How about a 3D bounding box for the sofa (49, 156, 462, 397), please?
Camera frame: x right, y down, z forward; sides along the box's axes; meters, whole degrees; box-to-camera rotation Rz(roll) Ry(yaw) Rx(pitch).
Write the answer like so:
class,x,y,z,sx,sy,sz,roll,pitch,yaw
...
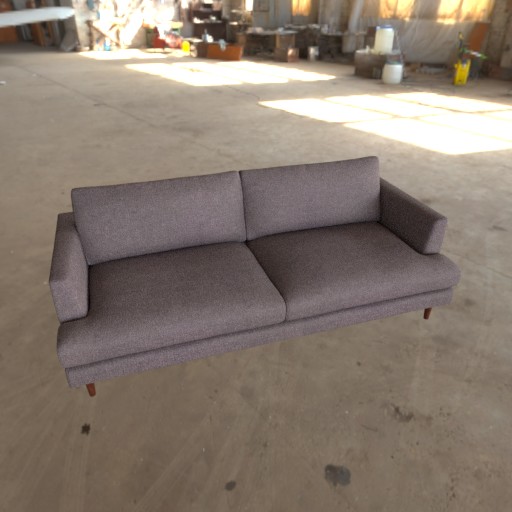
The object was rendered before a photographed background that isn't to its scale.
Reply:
class,x,y,z,sx,sy,sz,roll,pitch,yaw
sofa,0.000,0.000,2.715,2.250,0.868,1.020,-9,31,-16
